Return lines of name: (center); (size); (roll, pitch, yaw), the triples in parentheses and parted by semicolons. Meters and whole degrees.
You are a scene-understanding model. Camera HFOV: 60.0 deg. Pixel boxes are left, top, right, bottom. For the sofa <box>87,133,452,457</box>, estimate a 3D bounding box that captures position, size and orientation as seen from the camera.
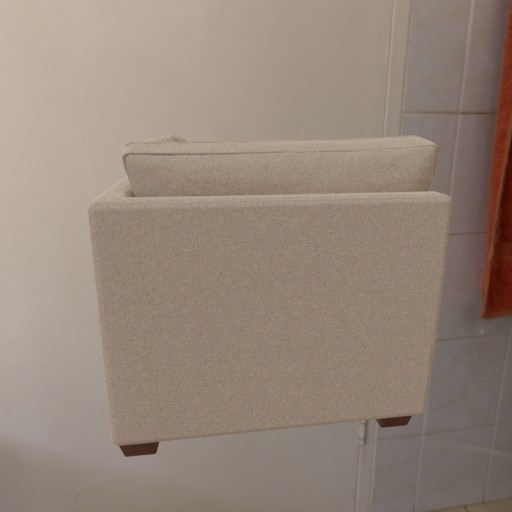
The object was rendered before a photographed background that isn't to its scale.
sofa: (0.000, 0.000, 1.871); (1.084, 1.002, 1.146); (-2, 16, -8)
